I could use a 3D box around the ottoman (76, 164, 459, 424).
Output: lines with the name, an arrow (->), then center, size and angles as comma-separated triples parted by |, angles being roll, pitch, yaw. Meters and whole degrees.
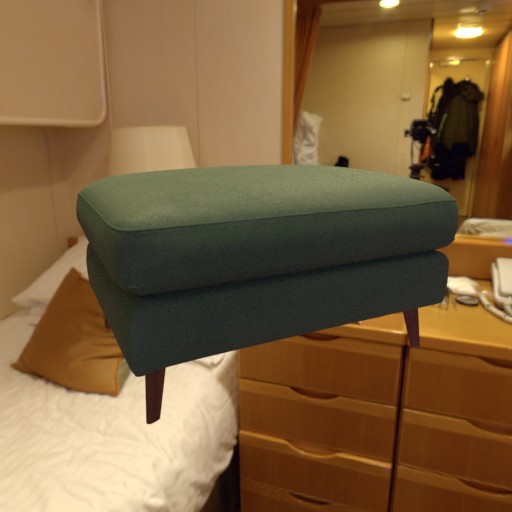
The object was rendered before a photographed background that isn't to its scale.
ottoman -> 0.000, 0.000, 1.150 | 0.811, 0.449, 0.608 | -8, 17, -26
